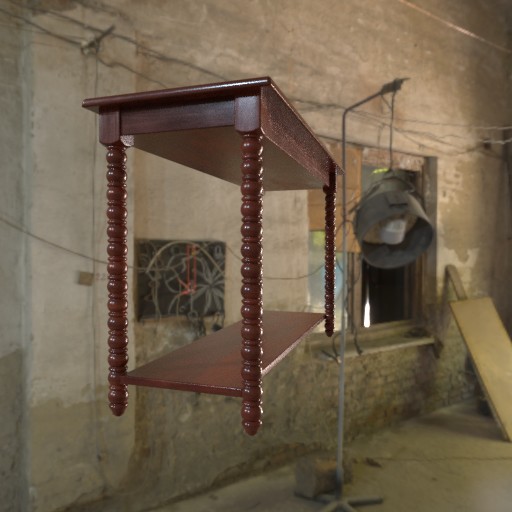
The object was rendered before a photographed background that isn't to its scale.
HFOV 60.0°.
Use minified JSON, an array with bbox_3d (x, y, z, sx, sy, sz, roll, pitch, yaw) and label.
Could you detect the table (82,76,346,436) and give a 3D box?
[{"bbox_3d":[0.000,0.000,1.508,0.459,0.740,1.184,0,1,18],"label":"table"}]
